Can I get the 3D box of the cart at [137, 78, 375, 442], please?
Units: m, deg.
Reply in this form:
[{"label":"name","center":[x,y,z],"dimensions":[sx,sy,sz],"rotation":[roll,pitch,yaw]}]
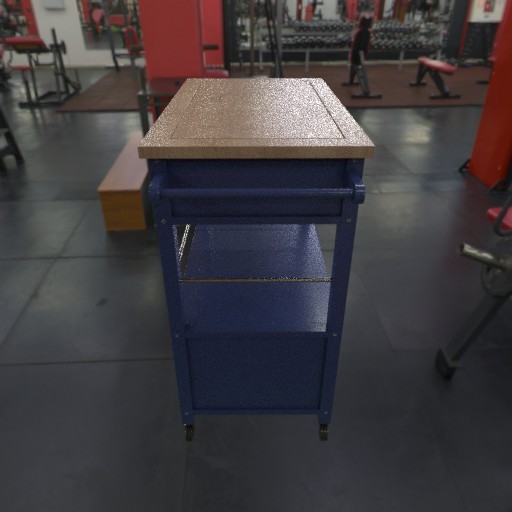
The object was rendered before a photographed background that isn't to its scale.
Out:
[{"label":"cart","center":[0.000,0.000,1.374],"dimensions":[0.459,0.901,0.840],"rotation":[0,31,0]}]
